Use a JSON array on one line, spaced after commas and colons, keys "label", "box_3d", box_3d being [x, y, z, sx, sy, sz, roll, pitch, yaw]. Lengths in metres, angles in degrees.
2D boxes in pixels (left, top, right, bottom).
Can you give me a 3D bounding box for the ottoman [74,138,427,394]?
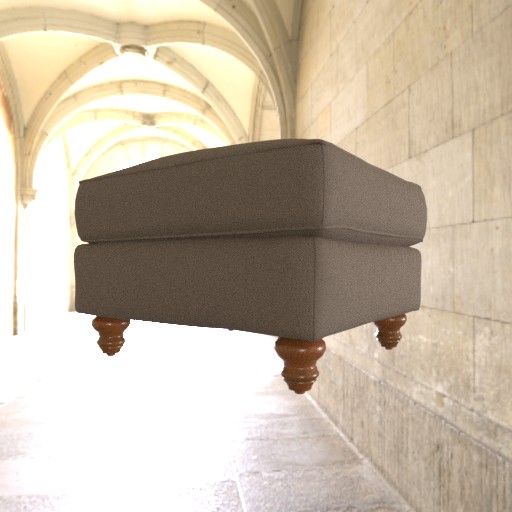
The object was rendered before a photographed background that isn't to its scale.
[{"label": "ottoman", "box_3d": [0.000, 0.000, 1.161, 0.721, 0.505, 0.662, 0, -1, 35]}]
